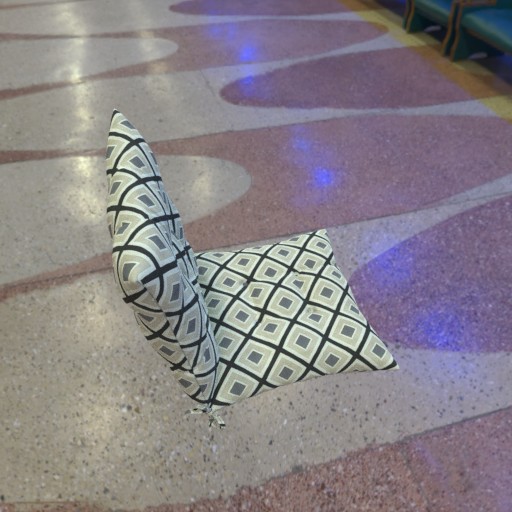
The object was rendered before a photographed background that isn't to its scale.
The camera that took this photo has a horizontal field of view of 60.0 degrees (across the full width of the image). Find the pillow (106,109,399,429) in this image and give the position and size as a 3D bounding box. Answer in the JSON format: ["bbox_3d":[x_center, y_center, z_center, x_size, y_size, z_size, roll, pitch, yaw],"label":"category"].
[{"bbox_3d":[0.000,0.000,1.015,0.585,0.536,0.541,-11,47,-10],"label":"pillow"}]
